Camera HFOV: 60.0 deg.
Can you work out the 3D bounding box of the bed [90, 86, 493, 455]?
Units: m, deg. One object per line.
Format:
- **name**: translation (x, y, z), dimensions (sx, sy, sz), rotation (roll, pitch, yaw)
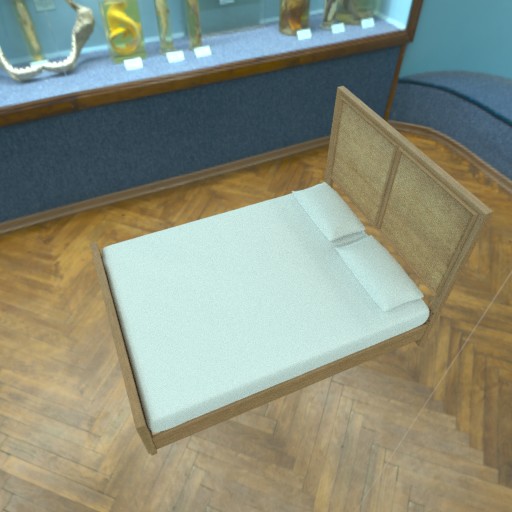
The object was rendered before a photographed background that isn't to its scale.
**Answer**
- **bed**: translation (0.000, 0.000, 3.183), dimensions (2.184, 1.387, 1.606), rotation (-18, 50, -16)
